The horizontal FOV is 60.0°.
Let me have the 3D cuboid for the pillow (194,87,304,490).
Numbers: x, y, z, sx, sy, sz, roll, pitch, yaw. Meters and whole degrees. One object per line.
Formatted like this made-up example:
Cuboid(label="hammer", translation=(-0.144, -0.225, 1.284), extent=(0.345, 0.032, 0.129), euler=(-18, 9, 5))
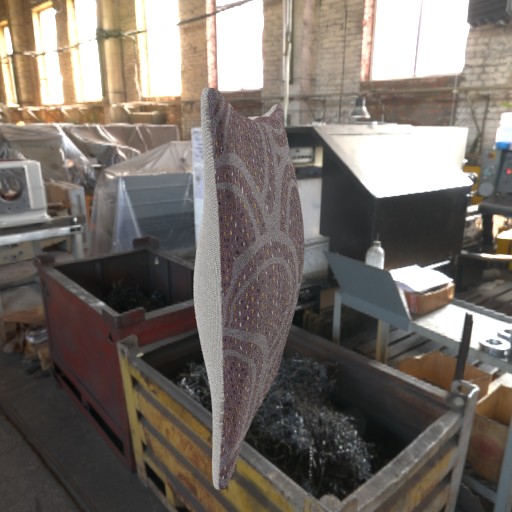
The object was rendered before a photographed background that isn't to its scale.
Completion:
Cuboid(label="pillow", translation=(0.000, 0.000, 0.763), extent=(0.163, 0.513, 0.514), euler=(3, 17, 10))
